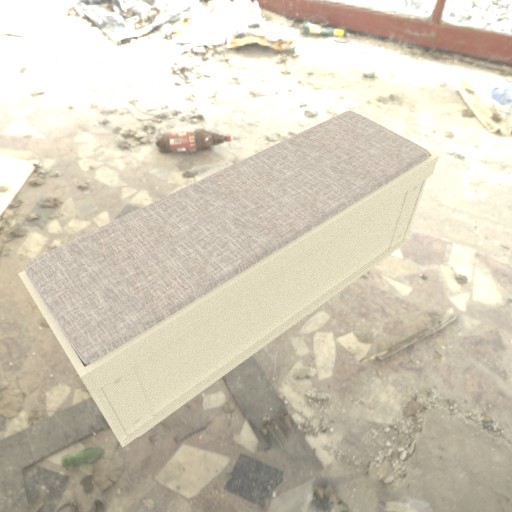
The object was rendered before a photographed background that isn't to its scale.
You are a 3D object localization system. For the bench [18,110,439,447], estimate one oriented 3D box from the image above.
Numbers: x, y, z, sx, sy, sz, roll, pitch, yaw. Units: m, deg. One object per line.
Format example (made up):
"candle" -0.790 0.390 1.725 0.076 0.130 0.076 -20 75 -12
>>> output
"bench" 0.000 0.000 1.381 1.196 0.453 0.363 -31 54 -26
